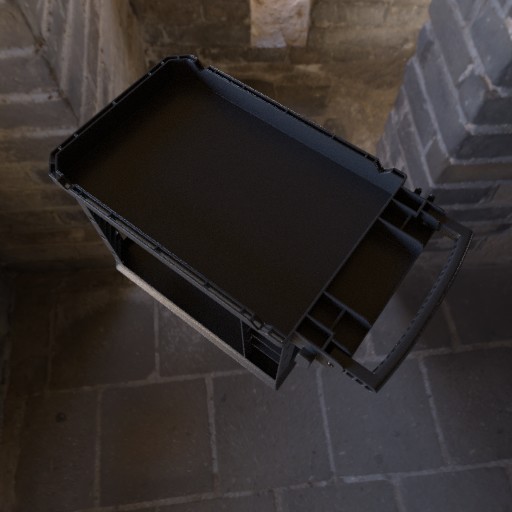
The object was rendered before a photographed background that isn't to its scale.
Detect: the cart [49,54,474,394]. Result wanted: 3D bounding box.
[{"bbox_3d":[0.000,0.000,1.749,1.239,0.884,0.674,34,69,15],"label":"cart"}]
